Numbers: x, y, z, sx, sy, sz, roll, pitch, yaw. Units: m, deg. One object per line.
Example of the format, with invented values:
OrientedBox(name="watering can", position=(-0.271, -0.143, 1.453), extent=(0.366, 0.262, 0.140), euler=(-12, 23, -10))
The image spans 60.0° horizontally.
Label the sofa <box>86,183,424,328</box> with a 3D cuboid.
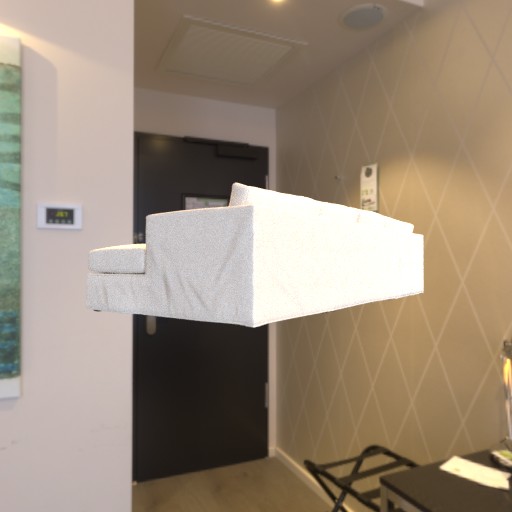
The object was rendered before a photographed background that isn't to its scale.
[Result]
OrientedBox(name="sofa", position=(0.000, 0.000, 4.559), extent=(2.427, 0.882, 3.460), euler=(-1, -1, 36))
